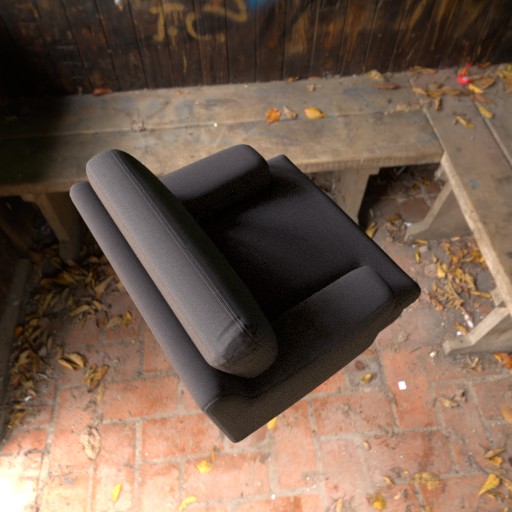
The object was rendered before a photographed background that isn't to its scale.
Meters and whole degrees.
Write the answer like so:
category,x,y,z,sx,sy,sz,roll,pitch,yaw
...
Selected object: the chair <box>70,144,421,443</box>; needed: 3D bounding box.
category,x,y,z,sx,sy,sz,roll,pitch,yaw
chair,0.000,0.000,2.010,1.143,0.940,1.168,-30,62,-18
